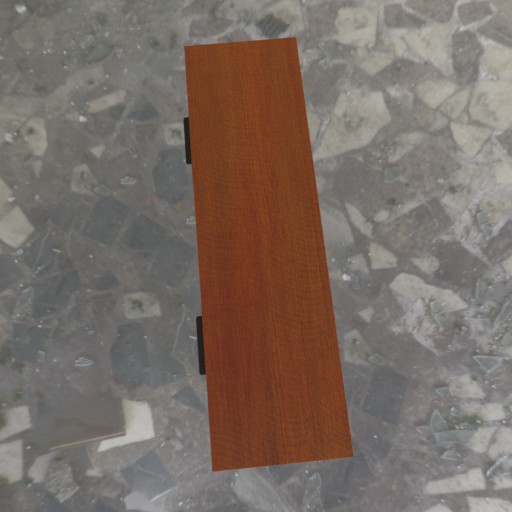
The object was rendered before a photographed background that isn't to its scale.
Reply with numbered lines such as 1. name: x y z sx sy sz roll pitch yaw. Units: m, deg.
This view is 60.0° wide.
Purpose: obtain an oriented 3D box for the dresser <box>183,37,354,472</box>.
1. dresser: 0.000 0.000 1.945 0.464 0.810 1.536 -5 76 -1
